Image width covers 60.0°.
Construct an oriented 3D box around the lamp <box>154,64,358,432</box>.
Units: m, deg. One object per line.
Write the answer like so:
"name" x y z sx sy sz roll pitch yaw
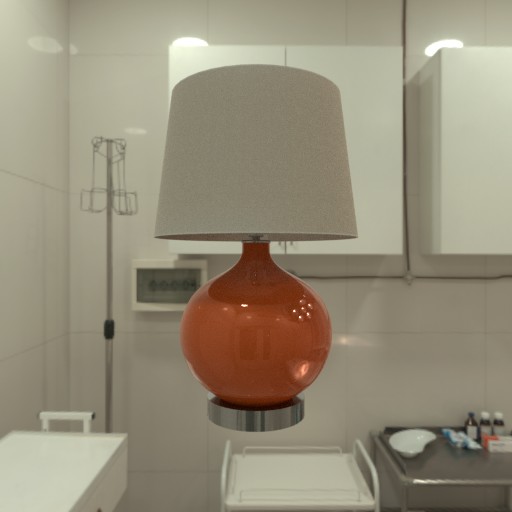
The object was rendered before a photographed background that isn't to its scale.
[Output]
"lamp" 0.000 0.000 0.548 0.247 0.387 0.247 0 0 0
